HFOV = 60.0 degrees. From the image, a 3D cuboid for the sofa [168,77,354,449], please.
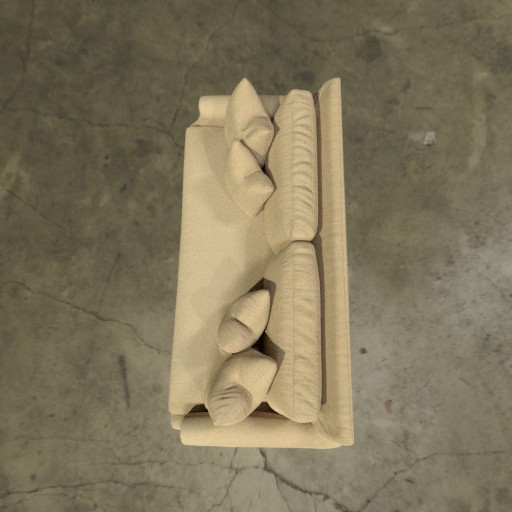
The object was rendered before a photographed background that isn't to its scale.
[{"bbox_3d":[0.000,0.000,2.872,1.067,0.904,2.285,1,75,0],"label":"sofa"}]
